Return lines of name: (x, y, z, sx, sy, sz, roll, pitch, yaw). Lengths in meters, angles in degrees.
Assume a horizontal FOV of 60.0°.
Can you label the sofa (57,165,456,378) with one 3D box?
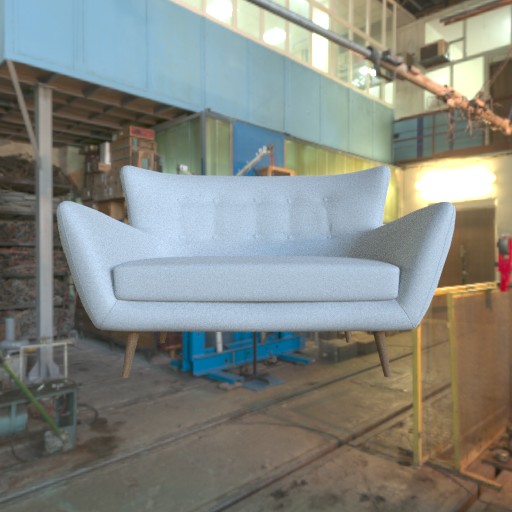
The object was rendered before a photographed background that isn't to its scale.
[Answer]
sofa: (0.000, 0.000, 1.971, 1.424, 0.878, 0.921, 0, 1, 0)
